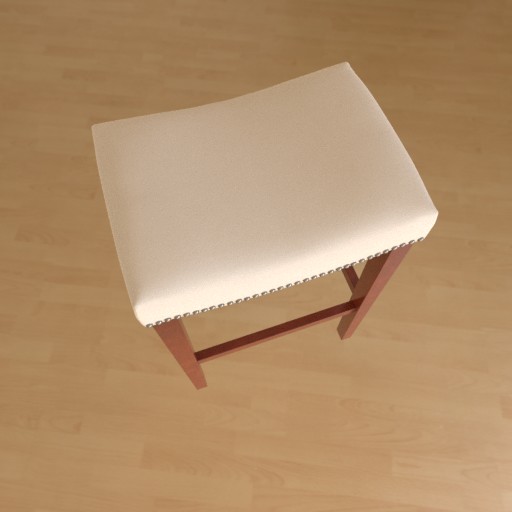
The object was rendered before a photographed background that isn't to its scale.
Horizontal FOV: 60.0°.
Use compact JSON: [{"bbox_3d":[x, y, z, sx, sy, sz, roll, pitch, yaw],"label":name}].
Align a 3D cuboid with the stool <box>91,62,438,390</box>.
[{"bbox_3d":[0.000,0.000,1.044,0.504,0.742,0.372,-17,66,-8],"label":"stool"}]
